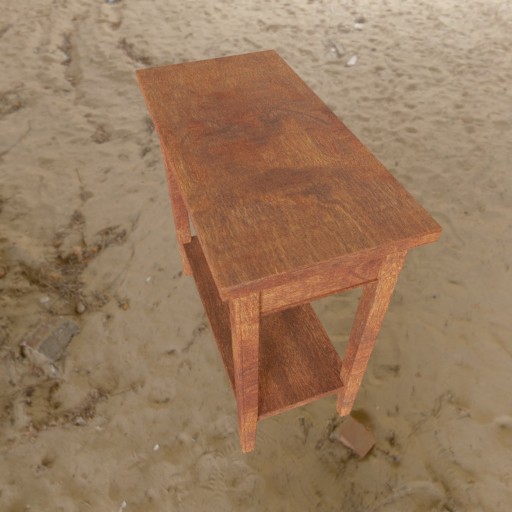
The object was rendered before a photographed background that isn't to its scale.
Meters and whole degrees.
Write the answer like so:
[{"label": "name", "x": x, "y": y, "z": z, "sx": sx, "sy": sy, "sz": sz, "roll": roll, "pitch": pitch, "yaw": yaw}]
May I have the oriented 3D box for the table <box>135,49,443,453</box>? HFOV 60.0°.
[{"label": "table", "x": 0.000, "y": 0.000, "z": 0.966, "sx": 0.305, "sy": 0.610, "sz": 0.610, "roll": -15, "pitch": 49, "yaw": -13}]
